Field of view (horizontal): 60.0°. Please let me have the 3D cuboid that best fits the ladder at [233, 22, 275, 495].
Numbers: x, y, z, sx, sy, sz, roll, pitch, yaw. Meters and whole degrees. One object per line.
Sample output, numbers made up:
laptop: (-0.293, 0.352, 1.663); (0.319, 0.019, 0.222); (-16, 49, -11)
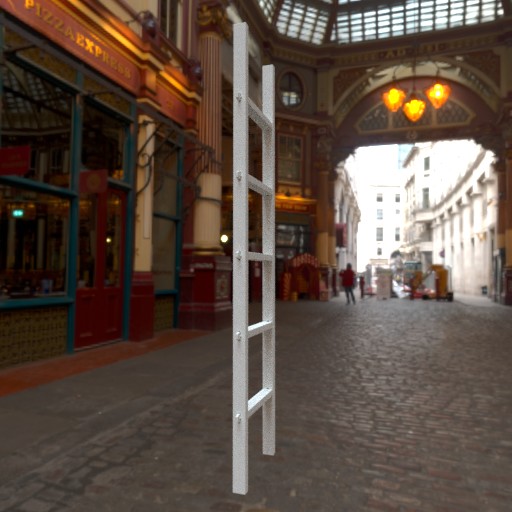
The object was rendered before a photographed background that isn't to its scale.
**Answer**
ladder: (0.000, 0.000, 1.882); (0.051, 1.797, 0.452); (-1, -2, 19)
